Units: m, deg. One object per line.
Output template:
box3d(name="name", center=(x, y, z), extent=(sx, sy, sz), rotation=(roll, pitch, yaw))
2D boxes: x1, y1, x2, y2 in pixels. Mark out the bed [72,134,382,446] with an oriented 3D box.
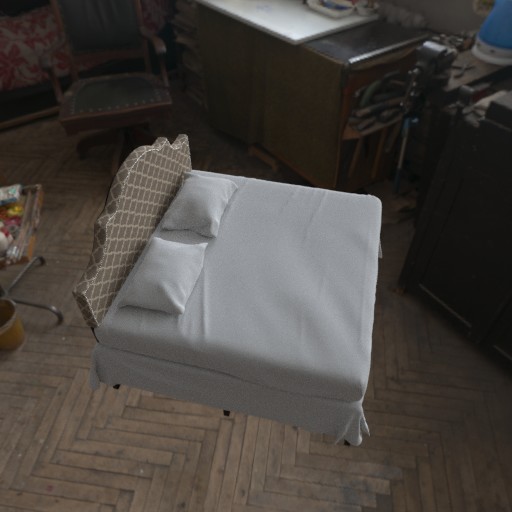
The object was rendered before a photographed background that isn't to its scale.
box3d(name="bed", center=(0.000, 0.000, 3.670), extent=(2.222, 1.601, 2.314), rotation=(10, 47, 10))
